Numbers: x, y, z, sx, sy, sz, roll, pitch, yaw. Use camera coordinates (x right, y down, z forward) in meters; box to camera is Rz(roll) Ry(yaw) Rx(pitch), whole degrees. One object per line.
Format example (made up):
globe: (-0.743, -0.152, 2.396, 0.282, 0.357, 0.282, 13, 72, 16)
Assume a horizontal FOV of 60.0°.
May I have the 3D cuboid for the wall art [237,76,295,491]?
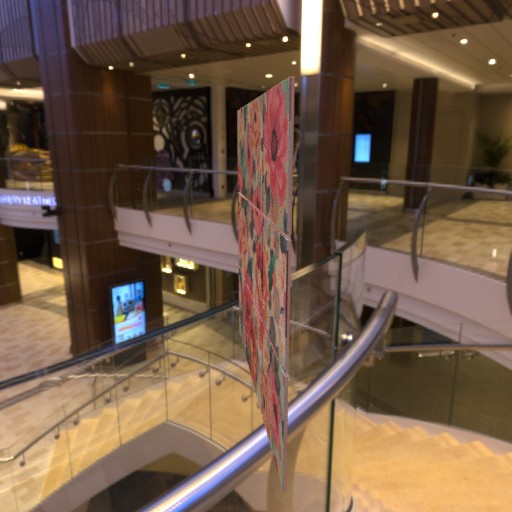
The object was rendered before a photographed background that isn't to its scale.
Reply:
wall art: (0.000, 0.000, 1.828, 0.013, 1.220, 1.216, -2, 14, -8)
